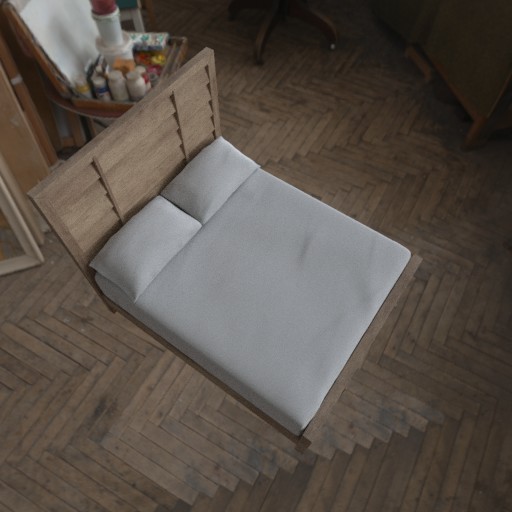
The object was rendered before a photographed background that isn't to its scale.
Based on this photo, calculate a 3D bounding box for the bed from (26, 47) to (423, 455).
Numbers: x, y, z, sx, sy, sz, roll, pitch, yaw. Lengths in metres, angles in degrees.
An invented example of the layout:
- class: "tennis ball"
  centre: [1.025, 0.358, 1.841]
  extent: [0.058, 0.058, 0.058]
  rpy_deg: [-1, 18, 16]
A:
- class: "bed"
  centre: [0.000, 0.000, 3.213]
  extent: [2.017, 1.631, 1.615]
  rpy_deg: [32, 65, 17]
